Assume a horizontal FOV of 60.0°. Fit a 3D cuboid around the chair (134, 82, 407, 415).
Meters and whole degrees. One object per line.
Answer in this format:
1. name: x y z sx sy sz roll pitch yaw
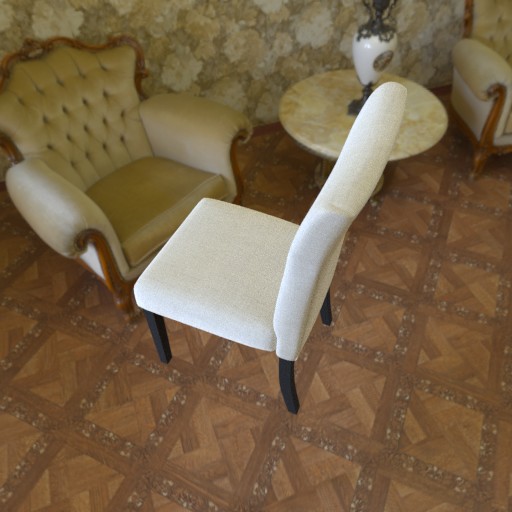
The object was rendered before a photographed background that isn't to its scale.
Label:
1. chair: 0.000 0.000 1.286 0.597 0.921 0.509 17 49 16
